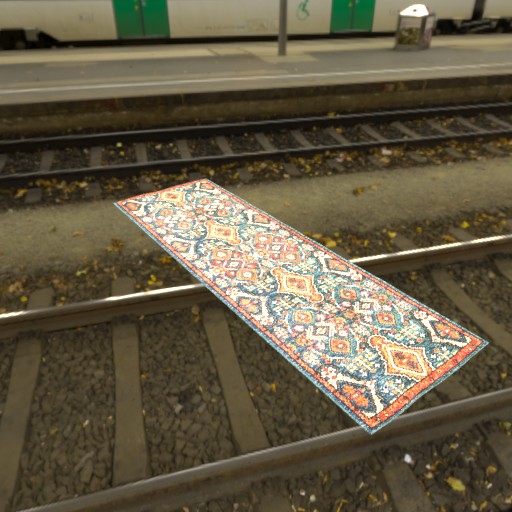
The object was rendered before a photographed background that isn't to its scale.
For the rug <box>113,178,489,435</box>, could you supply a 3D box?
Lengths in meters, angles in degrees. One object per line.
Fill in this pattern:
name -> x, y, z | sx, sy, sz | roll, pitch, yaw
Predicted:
rug -> 0.000, 0.000, 2.625 | 0.801, 0.010, 2.459 | -21, 38, -31
